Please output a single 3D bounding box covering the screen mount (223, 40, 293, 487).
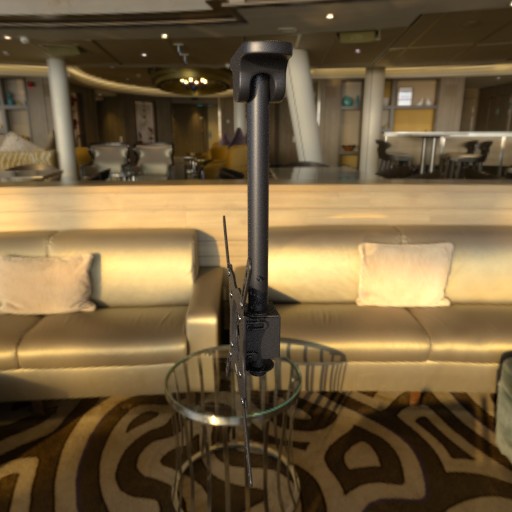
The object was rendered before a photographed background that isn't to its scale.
[{"bbox_3d":[0.000,0.000,0.860,0.090,0.729,0.393,-3,15,-10],"label":"screen mount"}]
